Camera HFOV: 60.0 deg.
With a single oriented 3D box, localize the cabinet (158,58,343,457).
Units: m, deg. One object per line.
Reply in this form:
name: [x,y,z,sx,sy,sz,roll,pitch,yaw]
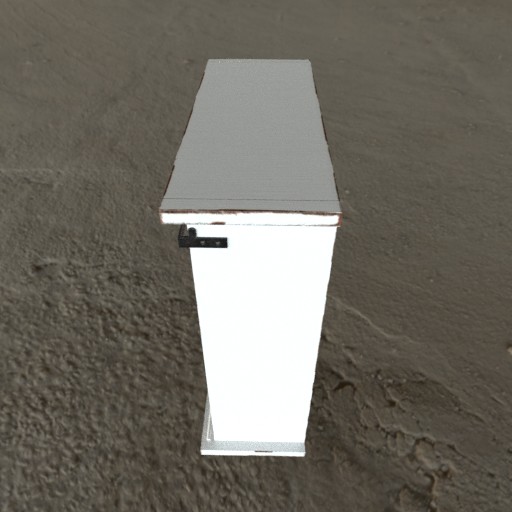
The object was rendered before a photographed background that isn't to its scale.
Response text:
cabinet: [0.000,0.000,0.904,0.210,0.603,0.541,1,41,1]
